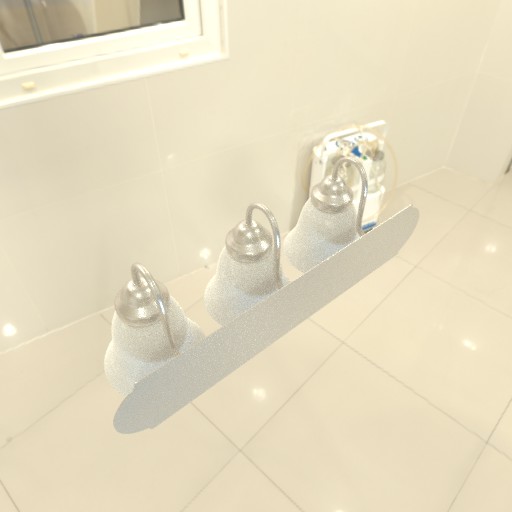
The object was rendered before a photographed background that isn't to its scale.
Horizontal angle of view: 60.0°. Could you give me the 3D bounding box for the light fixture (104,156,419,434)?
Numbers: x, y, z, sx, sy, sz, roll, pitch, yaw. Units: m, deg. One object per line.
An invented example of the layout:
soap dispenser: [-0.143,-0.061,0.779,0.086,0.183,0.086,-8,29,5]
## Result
light fixture: [0.000,0.000,0.711,0.610,0.222,0.199,-30,52,-27]
